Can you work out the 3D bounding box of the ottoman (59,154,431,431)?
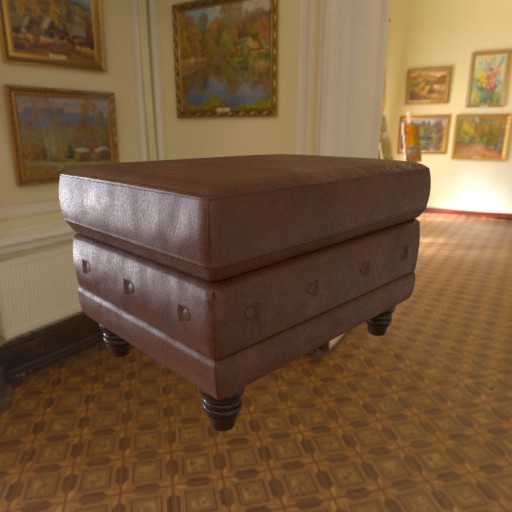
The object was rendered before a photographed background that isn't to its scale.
[{"bbox_3d":[0.000,0.000,1.196,0.795,0.509,0.588,-15,22,-43],"label":"ottoman"}]
